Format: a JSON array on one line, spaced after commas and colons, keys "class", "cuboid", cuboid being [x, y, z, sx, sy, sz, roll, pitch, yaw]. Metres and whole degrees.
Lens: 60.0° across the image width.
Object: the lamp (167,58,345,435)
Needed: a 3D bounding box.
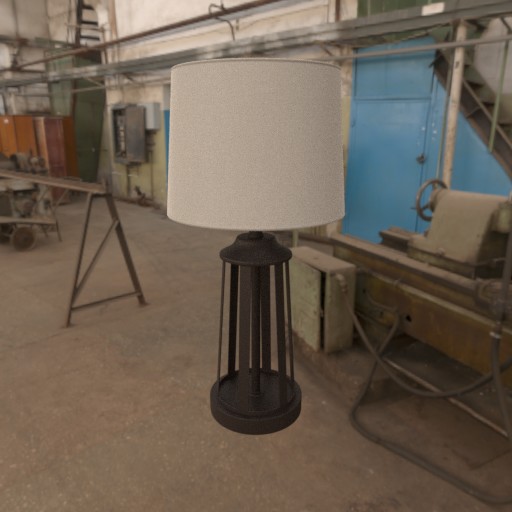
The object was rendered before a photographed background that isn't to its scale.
[{"class": "lamp", "cuboid": [0.000, 0.000, 0.655, 0.251, 0.509, 0.251, 0, 16, 0]}]
